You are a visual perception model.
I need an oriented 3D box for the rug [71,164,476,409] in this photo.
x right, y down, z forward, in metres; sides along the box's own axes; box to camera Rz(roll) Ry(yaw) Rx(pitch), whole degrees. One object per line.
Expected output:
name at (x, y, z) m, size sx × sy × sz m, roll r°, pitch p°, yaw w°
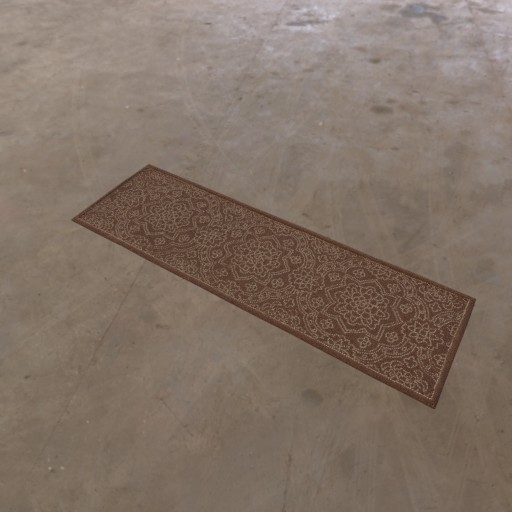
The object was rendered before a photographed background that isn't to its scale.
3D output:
rug at (0.000, 0.000, 2.718) m, size 2.448 × 0.012 × 0.769 m, roll 25°, pitch 51°, yaw 22°
